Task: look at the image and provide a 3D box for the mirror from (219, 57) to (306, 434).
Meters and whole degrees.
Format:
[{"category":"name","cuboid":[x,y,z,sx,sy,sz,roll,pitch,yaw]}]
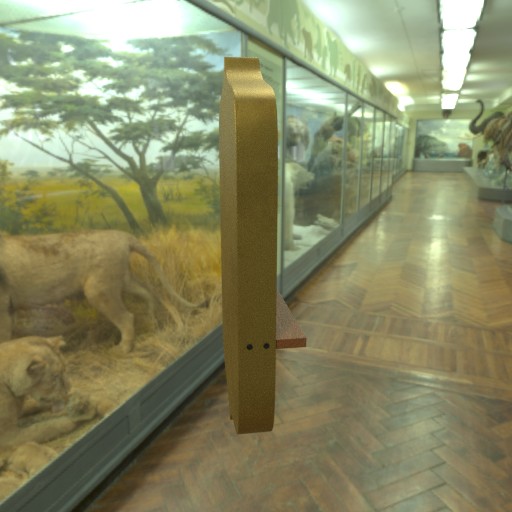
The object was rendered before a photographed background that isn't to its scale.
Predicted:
[{"category":"mirror","cuboid":[0.000,0.000,0.739,0.096,0.613,0.323,-2,14,-8]}]
